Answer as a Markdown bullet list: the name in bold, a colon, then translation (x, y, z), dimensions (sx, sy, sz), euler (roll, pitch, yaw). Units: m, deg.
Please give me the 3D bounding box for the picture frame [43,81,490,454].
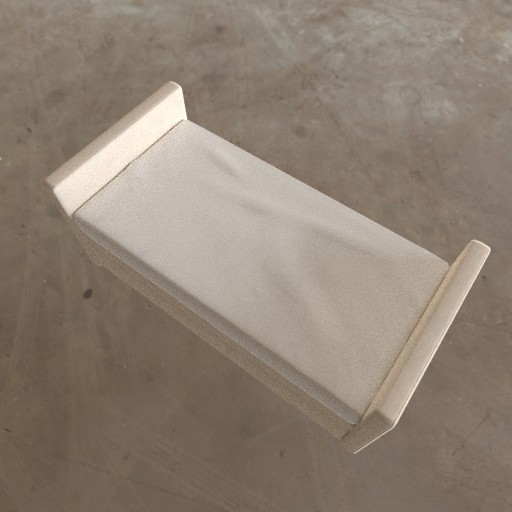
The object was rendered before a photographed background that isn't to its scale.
- **picture frame**: translation (0.000, 0.000, 2.700), dimensions (2.161, 0.891, 1.069), euler (32, 64, 18)
